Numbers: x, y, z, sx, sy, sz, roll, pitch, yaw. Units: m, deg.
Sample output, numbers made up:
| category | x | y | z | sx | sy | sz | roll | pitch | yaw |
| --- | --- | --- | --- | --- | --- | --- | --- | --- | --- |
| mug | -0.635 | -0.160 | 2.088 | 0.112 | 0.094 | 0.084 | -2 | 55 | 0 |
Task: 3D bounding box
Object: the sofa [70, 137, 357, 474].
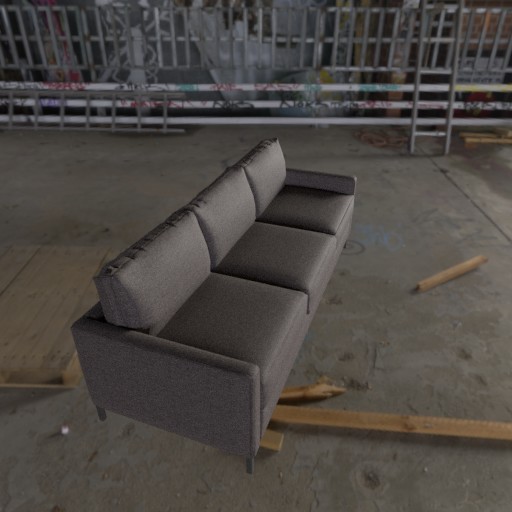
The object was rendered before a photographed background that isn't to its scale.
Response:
| category | x | y | z | sx | sy | sz | roll | pitch | yaw |
| --- | --- | --- | --- | --- | --- | --- | --- | --- | --- |
| sofa | 0.000 | 0.000 | 2.741 | 0.876 | 0.882 | 2.253 | 11 | 33 | 18 |
